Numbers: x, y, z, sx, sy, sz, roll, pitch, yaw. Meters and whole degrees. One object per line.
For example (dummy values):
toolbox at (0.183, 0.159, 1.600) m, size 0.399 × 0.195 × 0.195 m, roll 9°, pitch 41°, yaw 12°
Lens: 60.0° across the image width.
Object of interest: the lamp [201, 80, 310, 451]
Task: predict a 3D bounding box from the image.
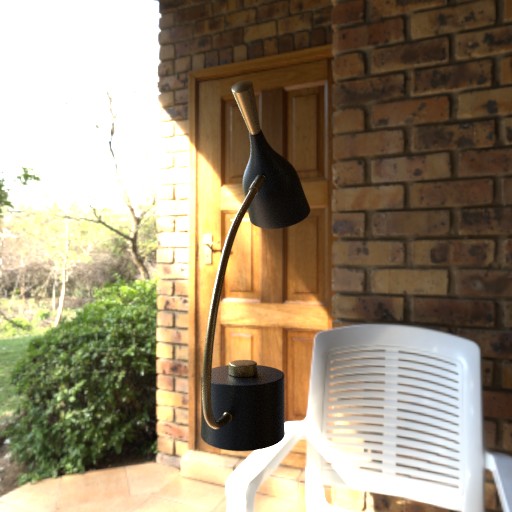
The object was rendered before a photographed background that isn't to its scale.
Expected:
lamp at (0.000, 0.000, 0.634) m, size 0.110 × 0.464 × 0.352 m, roll 0°, pitch -1°, yaw 18°
